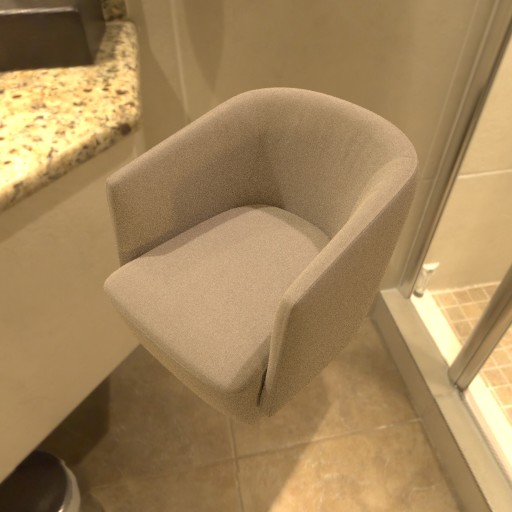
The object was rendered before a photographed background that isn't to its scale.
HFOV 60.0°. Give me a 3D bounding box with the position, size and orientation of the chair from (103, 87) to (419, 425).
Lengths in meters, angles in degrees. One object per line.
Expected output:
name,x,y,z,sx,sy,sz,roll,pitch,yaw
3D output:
chair,0.000,0.000,1.634,0.822,0.861,0.986,32,53,28
